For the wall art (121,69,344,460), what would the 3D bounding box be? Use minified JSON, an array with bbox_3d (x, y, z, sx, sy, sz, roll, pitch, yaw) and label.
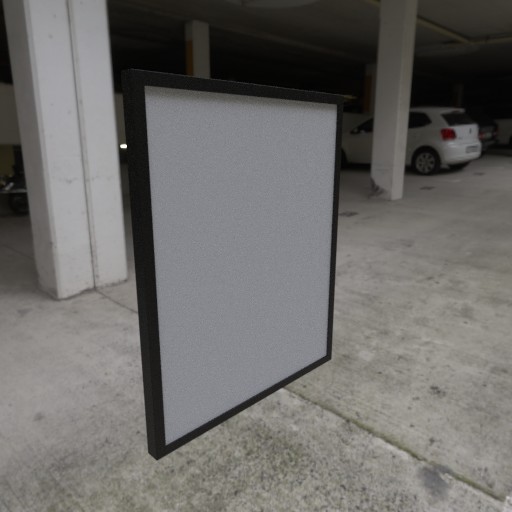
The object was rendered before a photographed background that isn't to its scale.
[{"bbox_3d":[0.000,0.000,0.550,0.018,0.397,0.325,14,20,43],"label":"wall art"}]
